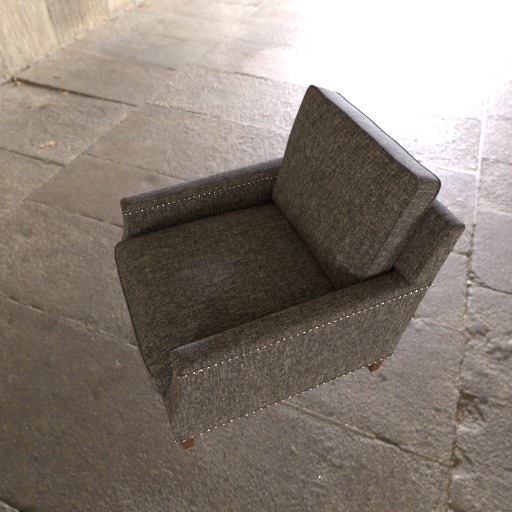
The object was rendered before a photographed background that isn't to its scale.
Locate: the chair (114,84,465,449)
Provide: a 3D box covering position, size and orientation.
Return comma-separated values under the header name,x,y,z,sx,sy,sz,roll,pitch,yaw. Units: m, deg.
name,x,y,z,sx,sy,sz,roll,pitch,yaw
chair,0.000,0.000,1.683,1.014,0.943,0.853,-17,49,-16
